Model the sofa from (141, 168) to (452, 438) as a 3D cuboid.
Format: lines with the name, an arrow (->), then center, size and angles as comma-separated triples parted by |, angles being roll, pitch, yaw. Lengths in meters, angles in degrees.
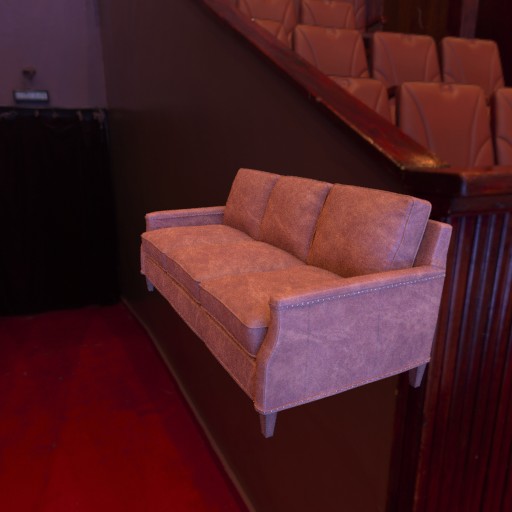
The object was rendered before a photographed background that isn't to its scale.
sofa -> 0.000, 0.000, 2.946 | 1.084, 1.003, 2.246 | -8, 17, -26
